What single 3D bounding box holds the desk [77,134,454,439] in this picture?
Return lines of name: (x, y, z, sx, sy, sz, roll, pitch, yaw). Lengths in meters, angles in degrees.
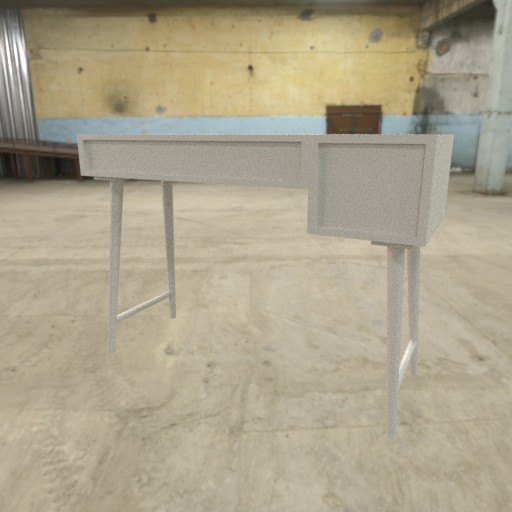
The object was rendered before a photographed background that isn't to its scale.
desk: (0.000, 0.000, 1.438, 1.069, 0.761, 0.409, 8, 17, 27)
